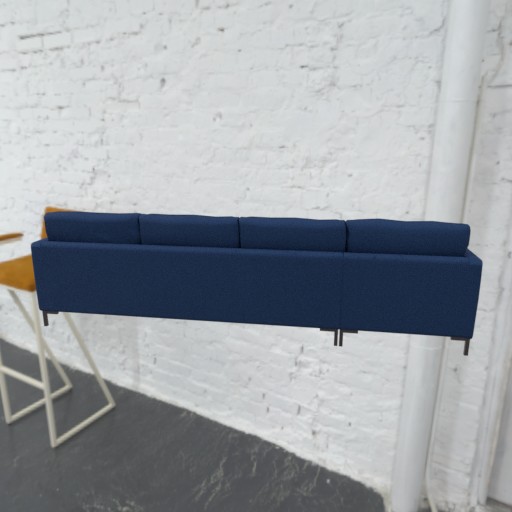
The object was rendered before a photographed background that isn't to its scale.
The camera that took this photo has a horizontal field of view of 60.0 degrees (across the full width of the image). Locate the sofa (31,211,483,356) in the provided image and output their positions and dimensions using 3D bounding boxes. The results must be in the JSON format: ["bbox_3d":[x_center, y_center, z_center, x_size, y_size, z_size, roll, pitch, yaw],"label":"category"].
[{"bbox_3d":[0.000,0.000,2.884,2.450,0.679,1.128,2,15,9],"label":"sofa"}]
